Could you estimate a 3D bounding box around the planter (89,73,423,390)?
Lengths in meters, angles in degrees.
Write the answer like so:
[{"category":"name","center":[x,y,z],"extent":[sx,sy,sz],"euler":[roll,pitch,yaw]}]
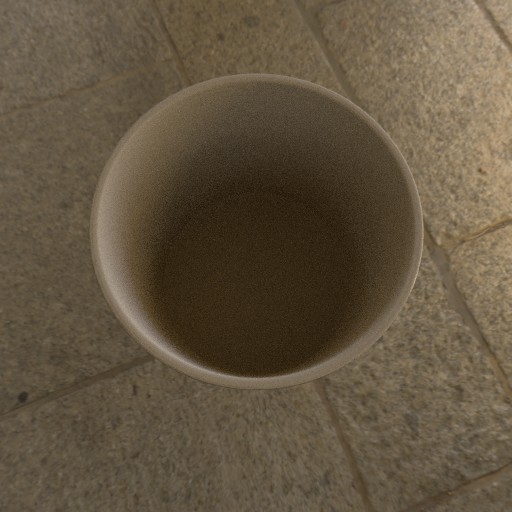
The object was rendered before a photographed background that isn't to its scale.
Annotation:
[{"category":"planter","center":[0.000,0.000,0.391],"extent":[0.221,0.201,0.221],"euler":[0,75,0]}]
